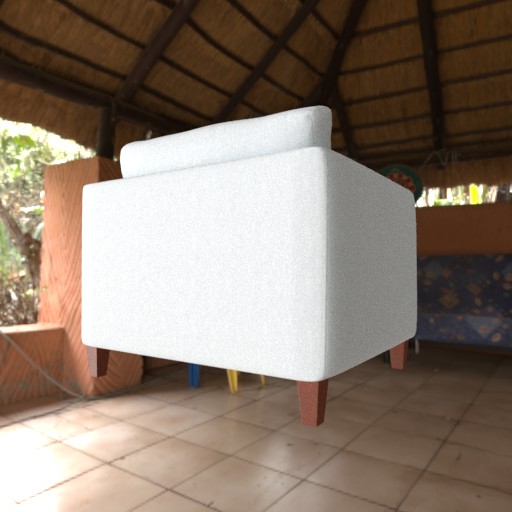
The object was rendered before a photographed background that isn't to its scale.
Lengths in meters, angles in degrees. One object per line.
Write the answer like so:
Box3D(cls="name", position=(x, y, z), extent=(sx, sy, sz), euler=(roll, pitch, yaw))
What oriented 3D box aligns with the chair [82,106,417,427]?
Box3D(cls="chair", position=(0.000, 0.000, 1.854), extent=(1.107, 0.961, 0.953), euler=(-1, -2, 34))
